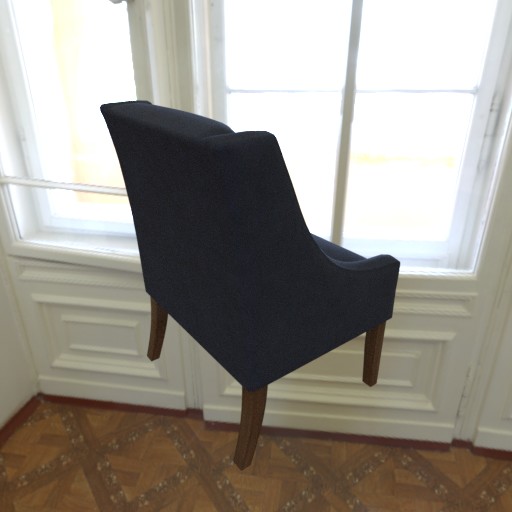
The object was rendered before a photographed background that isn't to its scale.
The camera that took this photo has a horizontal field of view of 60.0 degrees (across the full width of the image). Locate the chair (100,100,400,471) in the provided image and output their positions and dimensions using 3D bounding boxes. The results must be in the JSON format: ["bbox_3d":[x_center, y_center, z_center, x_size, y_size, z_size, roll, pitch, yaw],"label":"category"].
[{"bbox_3d":[0.000,0.000,1.355,0.629,0.895,0.629,-19,32,-33],"label":"chair"}]
